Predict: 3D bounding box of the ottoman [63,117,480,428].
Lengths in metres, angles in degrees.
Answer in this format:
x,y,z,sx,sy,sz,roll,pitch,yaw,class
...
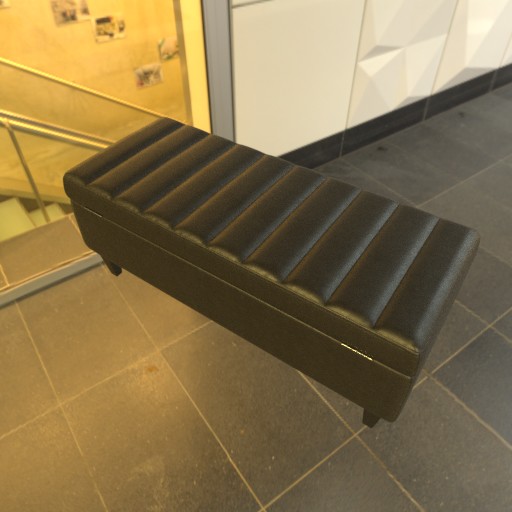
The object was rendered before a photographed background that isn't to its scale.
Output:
x,y,z,sx,sy,sz,roll,pitch,yaw,class
0.000,0.000,1.407,1.151,0.469,0.482,26,50,24,ottoman
